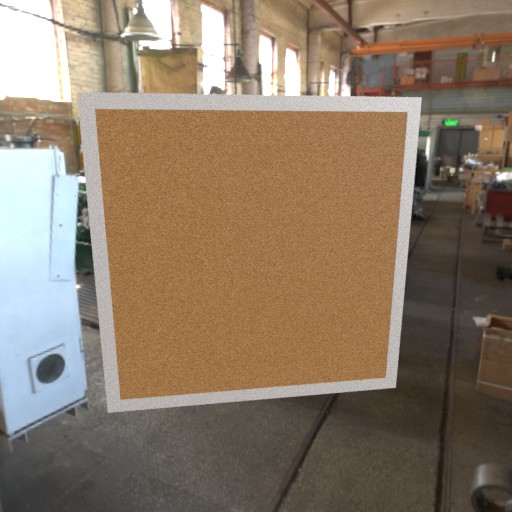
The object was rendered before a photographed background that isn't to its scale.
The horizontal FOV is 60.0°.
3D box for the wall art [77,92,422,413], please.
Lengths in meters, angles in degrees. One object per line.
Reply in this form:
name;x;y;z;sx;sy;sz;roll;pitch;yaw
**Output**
wall art;0.000;0.000;0.444;0.305;0.302;0.038;-2;15;-8
